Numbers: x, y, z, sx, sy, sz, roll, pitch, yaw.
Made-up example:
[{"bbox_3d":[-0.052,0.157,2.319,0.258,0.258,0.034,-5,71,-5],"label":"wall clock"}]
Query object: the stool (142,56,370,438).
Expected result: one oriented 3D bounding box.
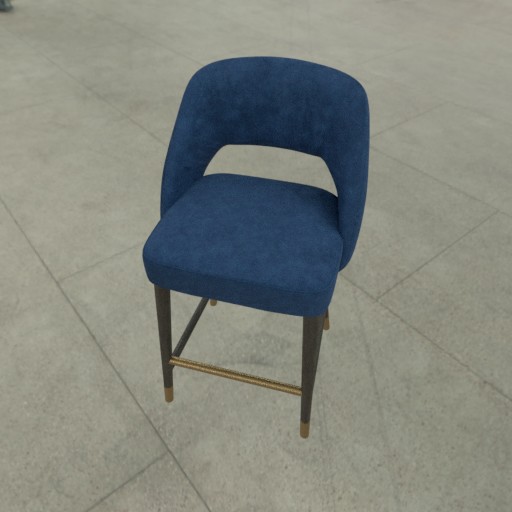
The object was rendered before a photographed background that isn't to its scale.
[{"bbox_3d":[0.000,0.000,1.251,0.536,0.925,0.524,11,43,11],"label":"stool"}]
